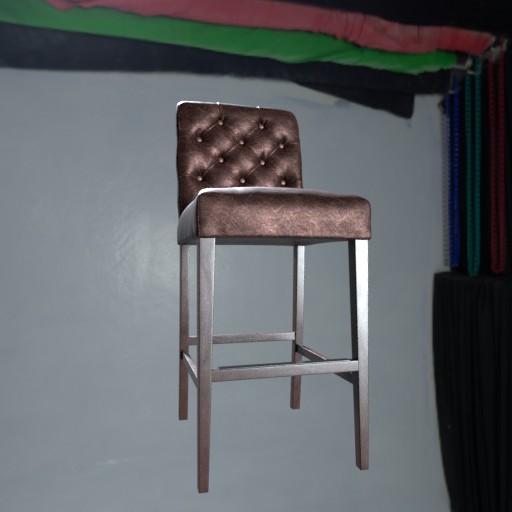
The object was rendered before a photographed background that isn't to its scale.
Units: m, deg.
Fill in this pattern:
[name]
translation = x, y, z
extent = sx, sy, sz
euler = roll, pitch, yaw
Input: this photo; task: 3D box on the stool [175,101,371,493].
[stool]
translation = 0.000, 0.000, 1.451
extent = 0.483, 1.168, 0.659
euler = 0, 0, -16
